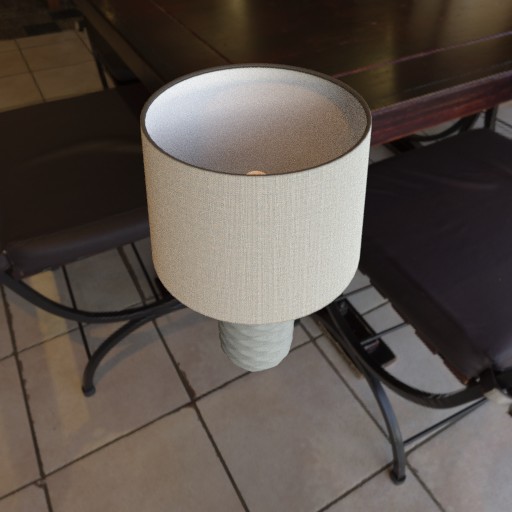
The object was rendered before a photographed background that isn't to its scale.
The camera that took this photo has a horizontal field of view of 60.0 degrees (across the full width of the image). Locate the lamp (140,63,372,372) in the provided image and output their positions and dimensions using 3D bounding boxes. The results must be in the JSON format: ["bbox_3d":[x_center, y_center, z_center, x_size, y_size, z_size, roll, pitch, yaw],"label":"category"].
[{"bbox_3d":[0.000,0.000,0.842,0.376,0.594,0.376,0,45,0],"label":"lamp"}]
